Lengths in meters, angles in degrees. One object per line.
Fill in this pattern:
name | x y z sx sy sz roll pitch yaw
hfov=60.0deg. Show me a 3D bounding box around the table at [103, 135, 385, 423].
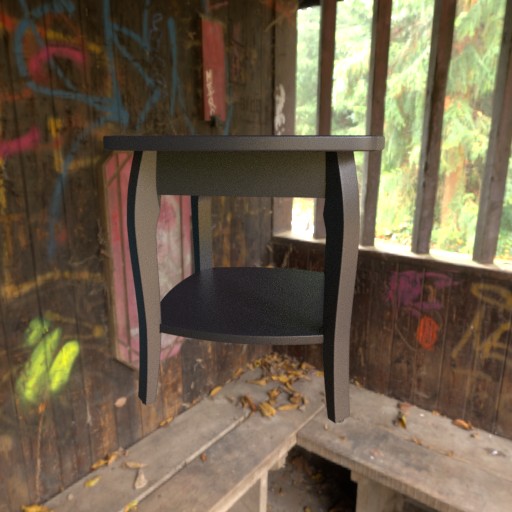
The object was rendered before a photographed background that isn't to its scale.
table | 0.000 0.000 0.882 0.457 0.457 0.508 2 15 9
